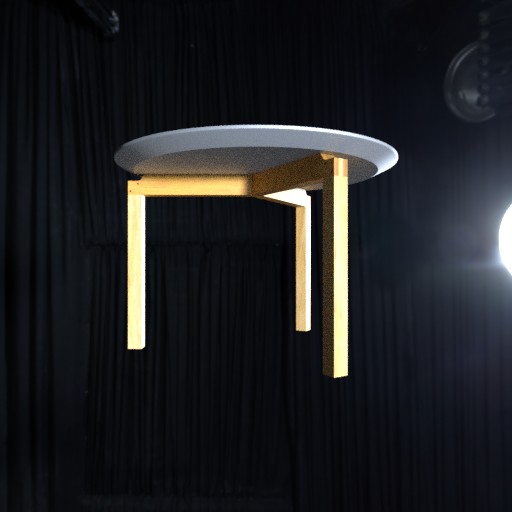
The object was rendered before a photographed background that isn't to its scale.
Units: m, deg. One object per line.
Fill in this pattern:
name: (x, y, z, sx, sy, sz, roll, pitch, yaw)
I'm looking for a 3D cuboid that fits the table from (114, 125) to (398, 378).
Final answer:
table: (0.000, 0.000, 0.984, 0.600, 0.405, 0.600, 0, 0, 0)
